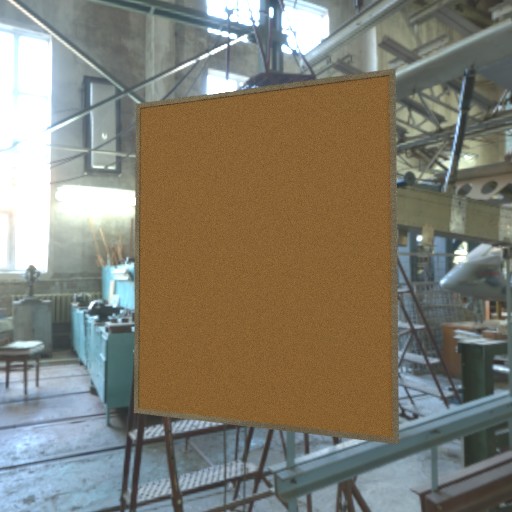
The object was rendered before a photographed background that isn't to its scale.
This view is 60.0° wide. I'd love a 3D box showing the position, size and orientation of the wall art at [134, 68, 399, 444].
[{"bbox_3d":[0.000,0.000,0.694,0.421,0.521,0.032,-1,-2,18],"label":"wall art"}]
